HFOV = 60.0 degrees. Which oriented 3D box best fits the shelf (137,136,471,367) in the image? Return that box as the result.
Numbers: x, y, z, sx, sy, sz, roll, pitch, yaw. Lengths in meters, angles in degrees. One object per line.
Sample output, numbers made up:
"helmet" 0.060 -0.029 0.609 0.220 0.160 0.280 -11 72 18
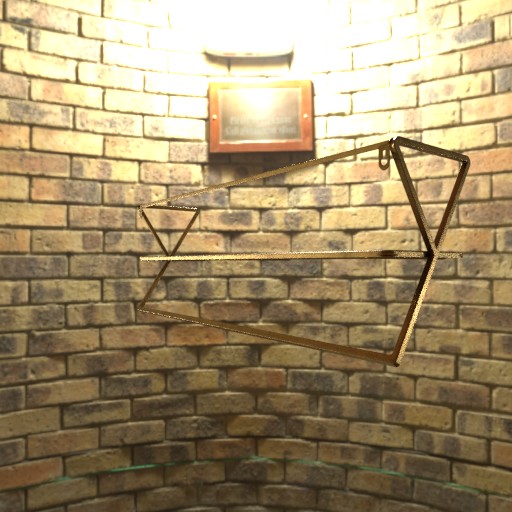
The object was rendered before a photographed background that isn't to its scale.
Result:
"shelf" 0.000 0.000 0.735 0.150 0.229 0.645 1 -1 -37
